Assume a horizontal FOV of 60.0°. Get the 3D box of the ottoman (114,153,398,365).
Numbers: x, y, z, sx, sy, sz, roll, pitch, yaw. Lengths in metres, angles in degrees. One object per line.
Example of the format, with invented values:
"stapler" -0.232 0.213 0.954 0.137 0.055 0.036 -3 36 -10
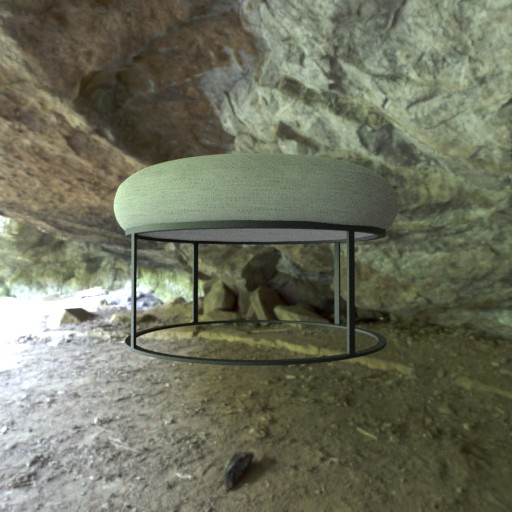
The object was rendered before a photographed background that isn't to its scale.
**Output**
"ottoman" 0.000 0.000 1.252 0.769 0.459 0.769 0 -1 0
